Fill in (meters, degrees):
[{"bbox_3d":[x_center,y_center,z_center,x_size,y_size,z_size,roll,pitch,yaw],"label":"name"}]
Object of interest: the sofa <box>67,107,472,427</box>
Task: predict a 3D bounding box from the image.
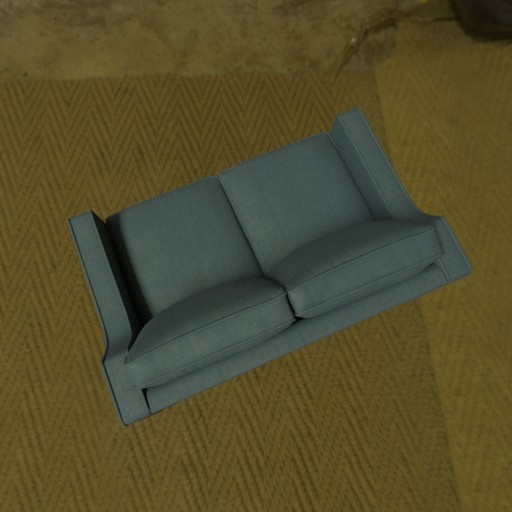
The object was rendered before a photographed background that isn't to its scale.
[{"bbox_3d":[0.000,0.000,2.155,1.501,0.971,0.987,-22,76,-6],"label":"sofa"}]
